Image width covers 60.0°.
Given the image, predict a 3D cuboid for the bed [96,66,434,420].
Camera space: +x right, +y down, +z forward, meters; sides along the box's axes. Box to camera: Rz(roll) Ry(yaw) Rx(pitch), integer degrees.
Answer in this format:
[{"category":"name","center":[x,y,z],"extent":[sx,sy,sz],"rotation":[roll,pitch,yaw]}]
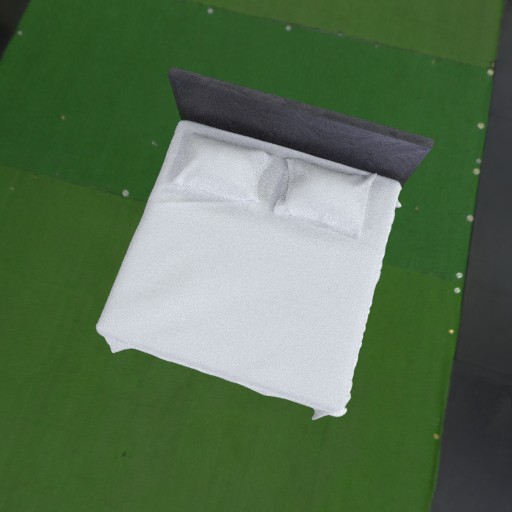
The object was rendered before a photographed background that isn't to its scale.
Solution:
[{"category":"bed","center":[0.000,0.000,3.547],"extent":[2.255,1.158,2.165],"rotation":[17,76,4]}]
